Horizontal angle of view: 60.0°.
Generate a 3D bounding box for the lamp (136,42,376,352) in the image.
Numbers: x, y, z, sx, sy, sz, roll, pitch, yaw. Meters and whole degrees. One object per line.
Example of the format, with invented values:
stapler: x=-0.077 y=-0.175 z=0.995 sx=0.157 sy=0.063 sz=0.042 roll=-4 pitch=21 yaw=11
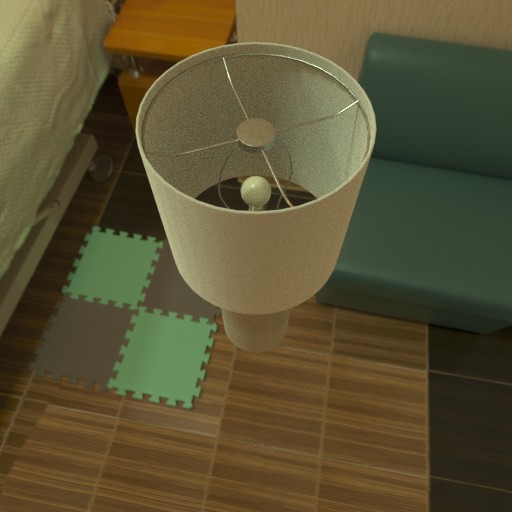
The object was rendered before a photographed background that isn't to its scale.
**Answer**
lamp: x=0.000 y=0.000 z=0.606 sx=0.212 sy=0.493 sz=0.212 roll=-16 pitch=61 yaw=-9
